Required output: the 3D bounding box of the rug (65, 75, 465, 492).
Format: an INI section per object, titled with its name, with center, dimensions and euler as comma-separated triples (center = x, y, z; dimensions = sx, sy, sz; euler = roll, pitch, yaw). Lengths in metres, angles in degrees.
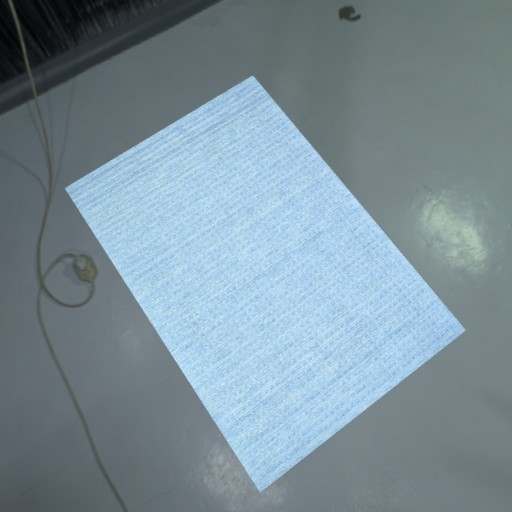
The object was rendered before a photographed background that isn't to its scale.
[rug]
center = 0.000, 0.000, 3.649
dimensions = 1.982, 0.006, 2.895
euler = -34, 77, -9
